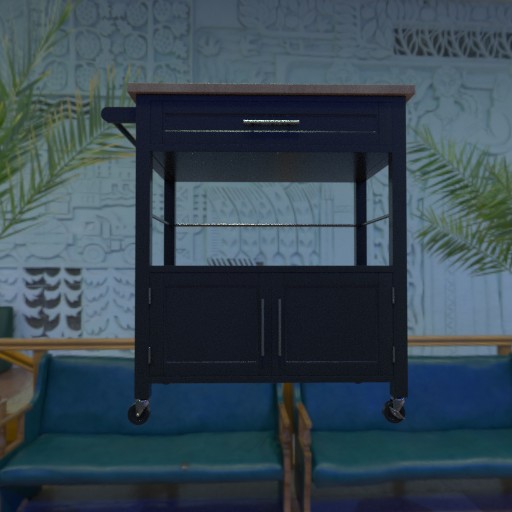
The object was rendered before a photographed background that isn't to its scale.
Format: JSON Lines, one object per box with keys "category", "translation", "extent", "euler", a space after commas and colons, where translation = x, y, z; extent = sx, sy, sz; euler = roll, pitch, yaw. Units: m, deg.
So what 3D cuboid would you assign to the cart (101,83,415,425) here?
{"category": "cart", "translation": [0.000, 0.000, 1.388], "extent": [0.840, 0.901, 0.459], "euler": [0, -1, -1]}
